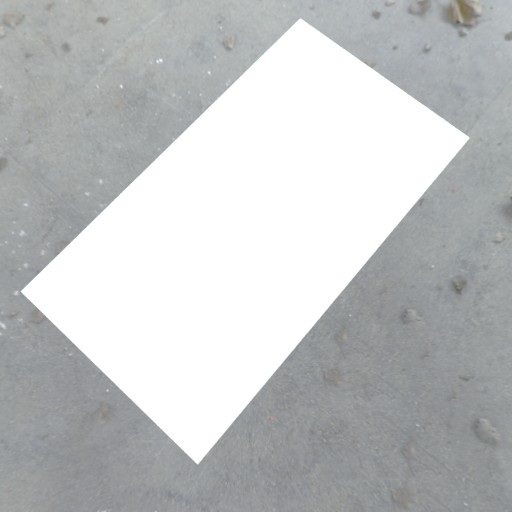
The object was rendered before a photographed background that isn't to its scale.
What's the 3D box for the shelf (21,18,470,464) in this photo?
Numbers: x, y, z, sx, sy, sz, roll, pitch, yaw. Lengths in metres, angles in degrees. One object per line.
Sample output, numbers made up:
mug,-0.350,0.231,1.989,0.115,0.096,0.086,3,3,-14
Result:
shelf,0.000,0.000,1.319,0.498,0.750,0.902,40,79,10
